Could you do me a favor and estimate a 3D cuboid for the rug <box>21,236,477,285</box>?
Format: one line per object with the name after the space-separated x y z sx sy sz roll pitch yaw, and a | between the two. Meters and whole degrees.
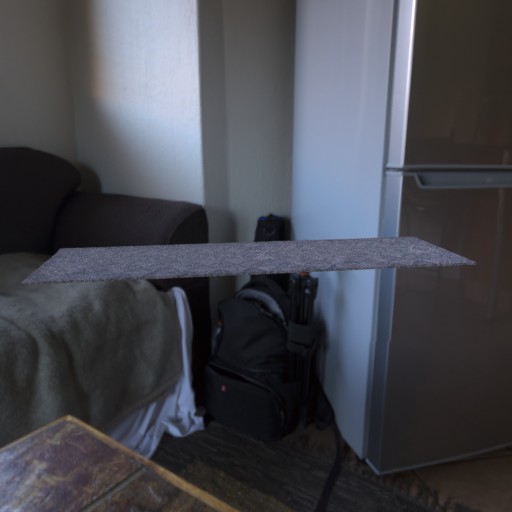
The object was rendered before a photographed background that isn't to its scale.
0.000 0.000 2.529 2.296 0.011 0.691 -2 15 -9 | rug
